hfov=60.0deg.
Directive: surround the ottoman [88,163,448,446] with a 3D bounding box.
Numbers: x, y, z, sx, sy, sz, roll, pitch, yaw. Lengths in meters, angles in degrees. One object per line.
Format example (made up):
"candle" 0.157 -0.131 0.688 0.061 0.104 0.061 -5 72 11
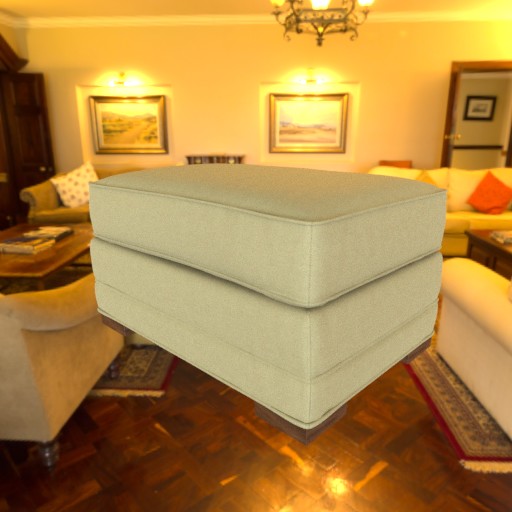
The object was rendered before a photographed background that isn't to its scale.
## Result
"ottoman" 0.000 0.000 1.249 0.848 0.482 0.611 15 22 42
